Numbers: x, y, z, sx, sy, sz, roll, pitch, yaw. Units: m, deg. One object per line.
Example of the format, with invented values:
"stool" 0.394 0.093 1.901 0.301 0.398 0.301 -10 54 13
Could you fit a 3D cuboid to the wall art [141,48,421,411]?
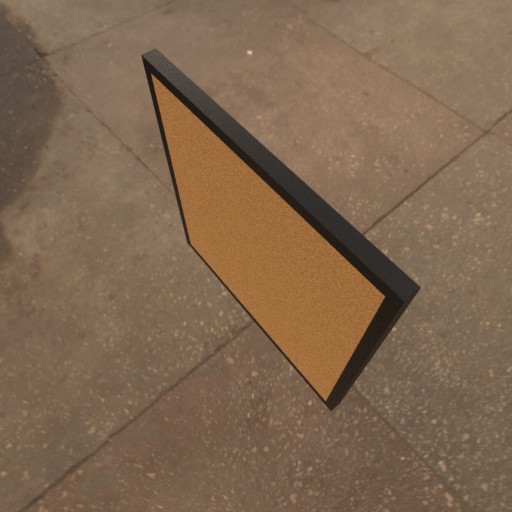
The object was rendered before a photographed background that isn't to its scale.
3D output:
"wall art" 0.000 0.000 1.151 0.038 0.762 0.762 -34 65 -19
